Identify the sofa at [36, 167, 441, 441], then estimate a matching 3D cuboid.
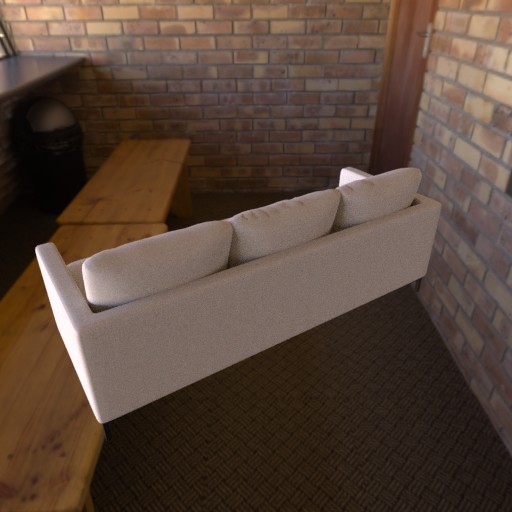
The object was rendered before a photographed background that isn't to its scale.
[{"bbox_3d":[0.000,0.000,2.631,2.218,0.874,0.859,-19,35,-28],"label":"sofa"}]
